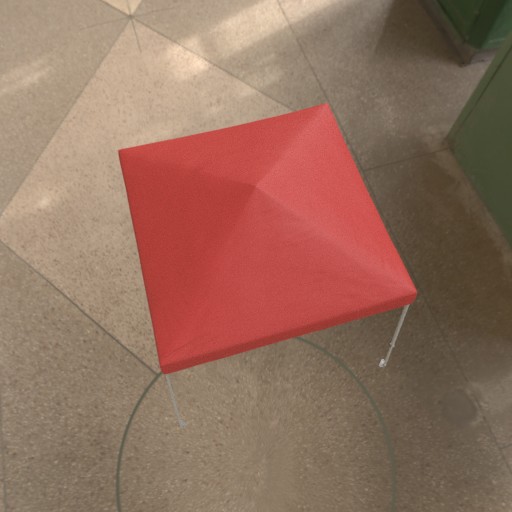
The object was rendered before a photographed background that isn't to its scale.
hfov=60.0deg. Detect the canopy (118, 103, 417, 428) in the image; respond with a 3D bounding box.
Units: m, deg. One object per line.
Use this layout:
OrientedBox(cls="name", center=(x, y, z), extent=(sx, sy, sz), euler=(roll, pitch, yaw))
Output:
OrientedBox(cls="canopy", center=(0.000, 0.000, 6.491), extent=(3.600, 3.600, 3.599), euler=(-15, 66, -7))
